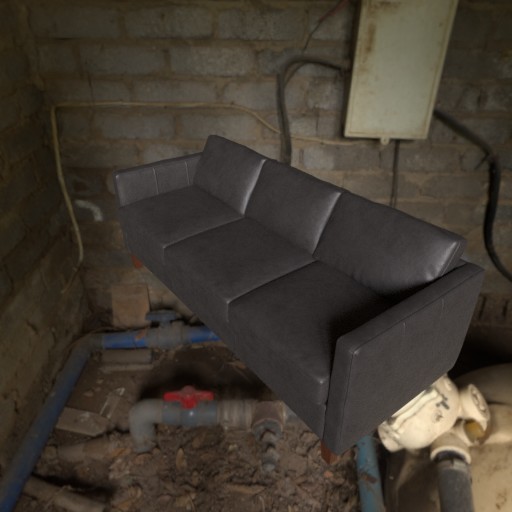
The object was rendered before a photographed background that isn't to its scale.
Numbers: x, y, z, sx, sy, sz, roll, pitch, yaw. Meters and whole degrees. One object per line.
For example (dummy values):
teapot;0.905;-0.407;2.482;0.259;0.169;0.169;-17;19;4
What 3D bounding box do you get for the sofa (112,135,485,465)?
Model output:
sofa;0.000;0.000;2.917;1.045;1.006;2.464;-22;37;-31
